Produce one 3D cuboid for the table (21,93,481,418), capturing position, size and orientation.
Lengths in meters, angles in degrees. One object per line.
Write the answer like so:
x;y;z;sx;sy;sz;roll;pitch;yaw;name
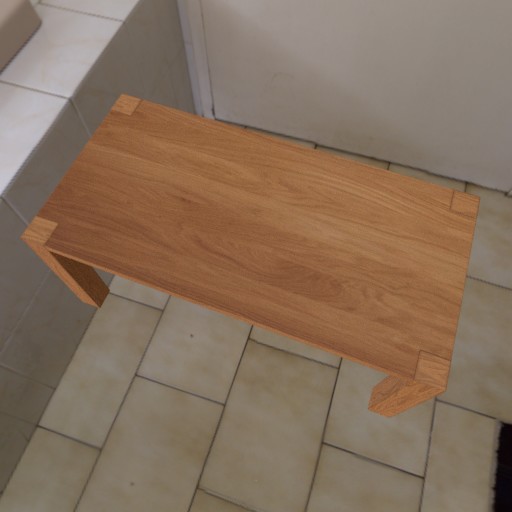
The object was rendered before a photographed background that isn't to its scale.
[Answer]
0.000;0.000;2.265;1.800;0.760;0.900;19;65;9;table
